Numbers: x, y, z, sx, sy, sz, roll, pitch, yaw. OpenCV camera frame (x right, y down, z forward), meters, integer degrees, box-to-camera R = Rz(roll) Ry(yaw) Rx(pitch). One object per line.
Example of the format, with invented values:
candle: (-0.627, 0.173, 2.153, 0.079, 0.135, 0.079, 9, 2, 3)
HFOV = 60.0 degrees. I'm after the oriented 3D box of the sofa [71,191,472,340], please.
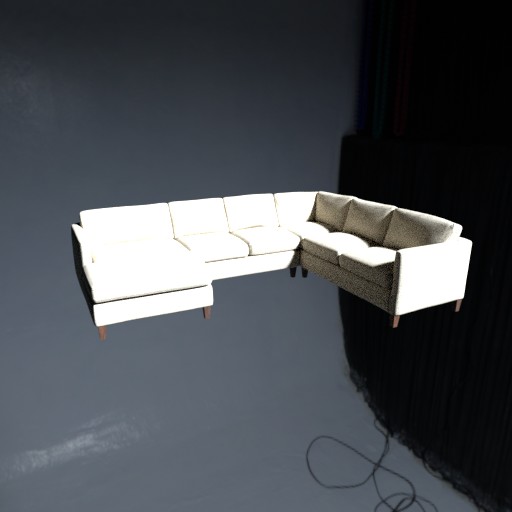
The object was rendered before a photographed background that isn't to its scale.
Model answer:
sofa: (0.000, 0.000, 4.717, 3.460, 0.959, 2.593, -8, 19, -25)
